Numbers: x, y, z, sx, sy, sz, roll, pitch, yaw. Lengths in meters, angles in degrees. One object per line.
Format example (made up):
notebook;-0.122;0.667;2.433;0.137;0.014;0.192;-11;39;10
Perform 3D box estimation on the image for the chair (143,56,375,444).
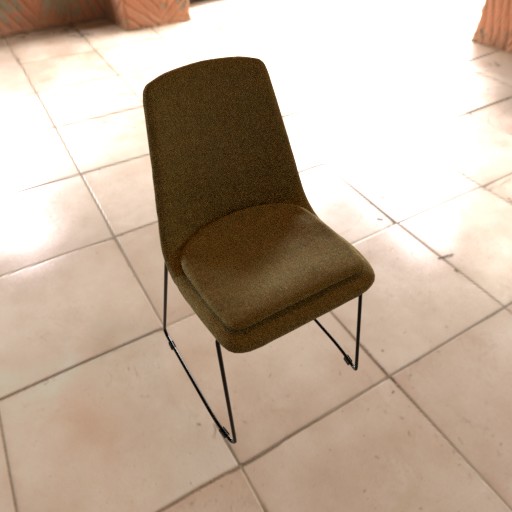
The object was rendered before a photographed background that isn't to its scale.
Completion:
chair;0.000;0.000;1.162;0.479;0.849;0.496;-23;49;-22
